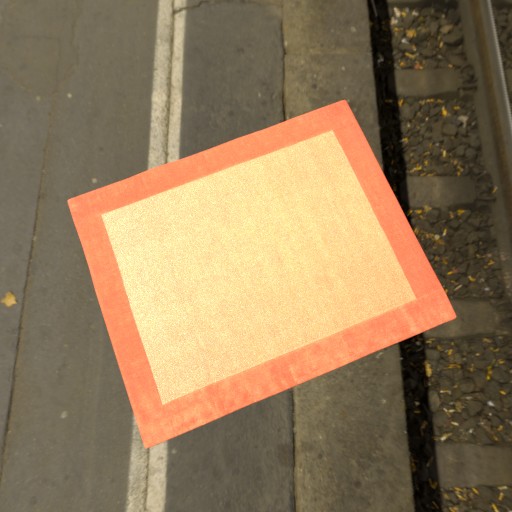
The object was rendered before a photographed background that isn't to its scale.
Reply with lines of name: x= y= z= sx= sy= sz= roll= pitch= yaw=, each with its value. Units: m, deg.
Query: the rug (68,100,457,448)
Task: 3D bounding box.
rug: x=0.000 y=0.000 z=4.148 sx=2.976 sy=0.018 sz=2.430 roll=-21 pitch=76 yaw=-6
